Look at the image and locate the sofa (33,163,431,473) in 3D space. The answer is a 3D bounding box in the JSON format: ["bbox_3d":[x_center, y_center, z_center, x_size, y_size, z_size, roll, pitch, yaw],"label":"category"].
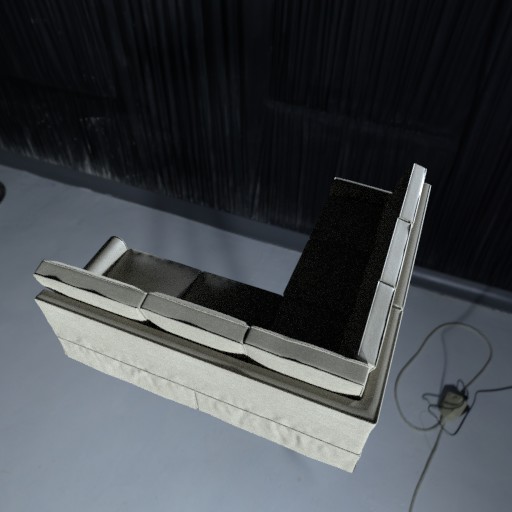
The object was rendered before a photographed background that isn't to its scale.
[{"bbox_3d":[0.000,0.000,4.027,2.623,1.081,2.618,16,48,15],"label":"sofa"}]
